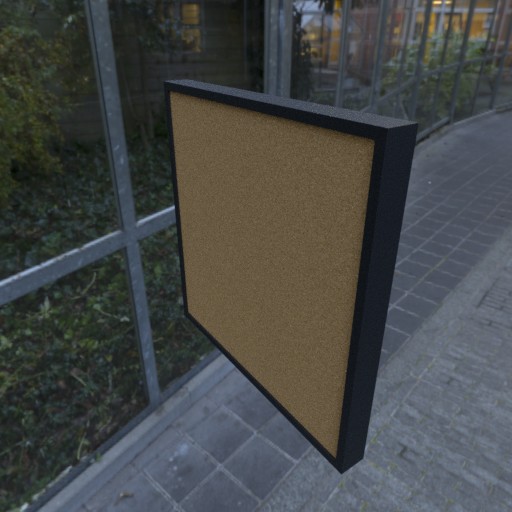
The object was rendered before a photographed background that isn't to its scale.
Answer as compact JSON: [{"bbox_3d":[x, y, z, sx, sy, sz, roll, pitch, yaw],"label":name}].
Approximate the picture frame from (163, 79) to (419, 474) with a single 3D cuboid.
[{"bbox_3d":[0.000,0.000,0.463,0.030,0.317,0.317,-18,32,-31],"label":"picture frame"}]
